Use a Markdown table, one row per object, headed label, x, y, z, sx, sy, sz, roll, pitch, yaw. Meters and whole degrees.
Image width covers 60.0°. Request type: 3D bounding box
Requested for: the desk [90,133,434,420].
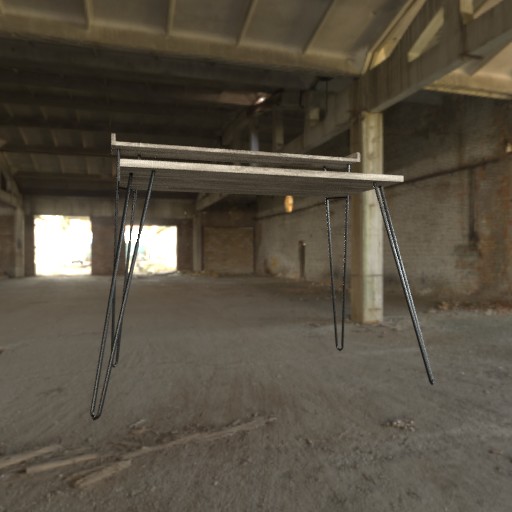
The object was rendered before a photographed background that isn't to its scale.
| label | x | y | z | sx | sy | sz | roll | pitch | yaw |
| --- | --- | --- | --- | --- | --- | --- | --- | --- | --- |
| desk | 0.000 | 0.000 | 1.660 | 1.135 | 0.899 | 0.605 | 0 | 0 | -17 |
